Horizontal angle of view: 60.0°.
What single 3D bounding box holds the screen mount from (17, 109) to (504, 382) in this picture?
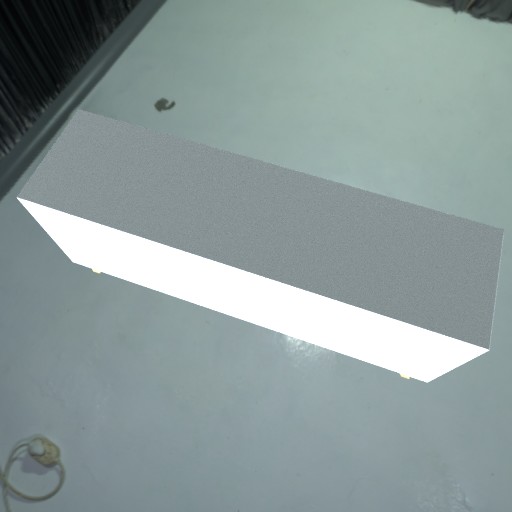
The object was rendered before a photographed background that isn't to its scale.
[{"bbox_3d":[0.000,0.000,1.678,1.490,0.619,0.400,18,65,8],"label":"screen mount"}]
